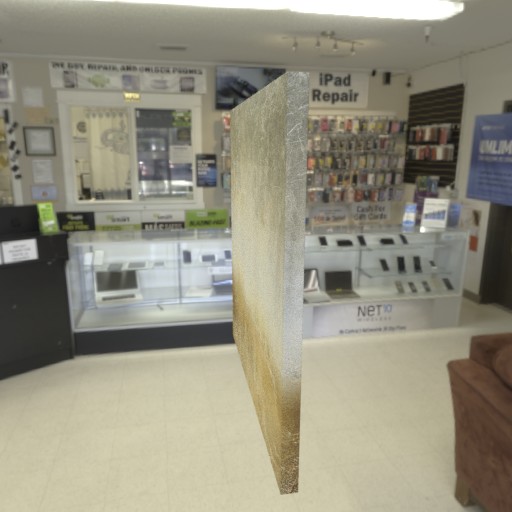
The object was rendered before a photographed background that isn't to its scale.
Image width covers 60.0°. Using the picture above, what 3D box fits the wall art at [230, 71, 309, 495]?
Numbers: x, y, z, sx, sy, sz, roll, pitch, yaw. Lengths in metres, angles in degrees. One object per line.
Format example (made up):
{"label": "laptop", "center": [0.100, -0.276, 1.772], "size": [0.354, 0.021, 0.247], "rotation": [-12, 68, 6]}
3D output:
{"label": "wall art", "center": [0.000, 0.000, 1.620], "size": [0.051, 1.091, 1.092], "rotation": [-2, 14, -10]}
